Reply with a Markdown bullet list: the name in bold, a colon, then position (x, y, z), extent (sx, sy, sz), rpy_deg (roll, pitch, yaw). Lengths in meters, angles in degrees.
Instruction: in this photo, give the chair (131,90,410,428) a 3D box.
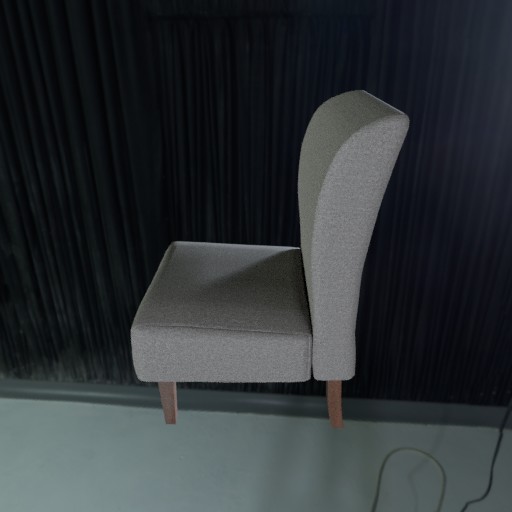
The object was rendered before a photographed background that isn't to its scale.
- **chair**: position (0.000, 0.000, 1.195), extent (0.592, 0.804, 0.513), rpy_deg (0, 26, 0)
